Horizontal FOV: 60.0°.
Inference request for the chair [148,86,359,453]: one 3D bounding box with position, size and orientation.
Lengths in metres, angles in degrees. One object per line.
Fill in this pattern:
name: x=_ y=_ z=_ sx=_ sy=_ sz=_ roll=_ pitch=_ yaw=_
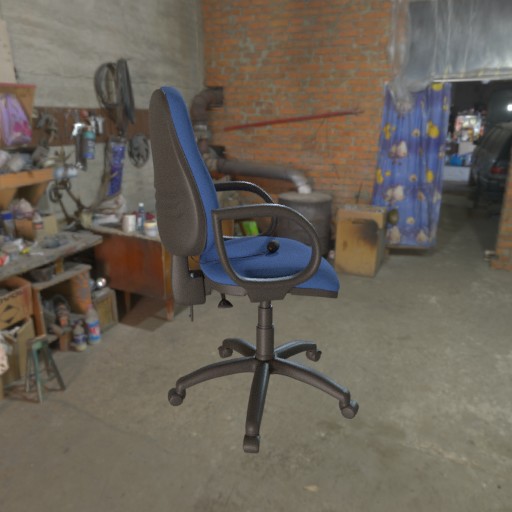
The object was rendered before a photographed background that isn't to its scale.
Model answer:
chair: x=0.000 y=0.000 z=1.267 sx=0.549 sy=0.905 sz=0.552 roll=-3 pitch=17 yaw=-11
